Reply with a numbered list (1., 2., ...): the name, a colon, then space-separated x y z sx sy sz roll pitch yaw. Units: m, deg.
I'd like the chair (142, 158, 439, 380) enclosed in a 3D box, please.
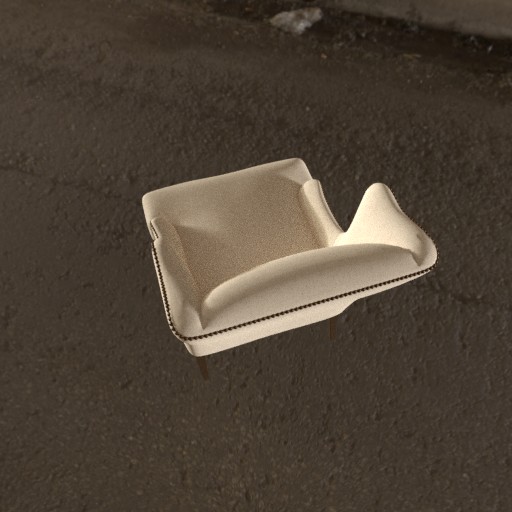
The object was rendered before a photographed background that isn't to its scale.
1. chair: 0.000 0.000 1.674 0.737 1.029 0.940 -15 58 -10
